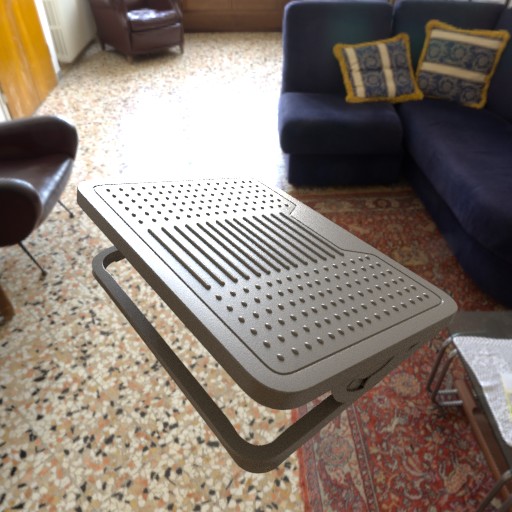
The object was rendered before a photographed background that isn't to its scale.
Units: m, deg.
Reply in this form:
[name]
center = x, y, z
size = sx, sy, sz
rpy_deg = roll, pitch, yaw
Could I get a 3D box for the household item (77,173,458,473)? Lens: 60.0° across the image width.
[household item]
center = 0.000, 0.000, 0.528
size = 0.301, 0.126, 0.390
rpy_deg = -27, 47, -29
